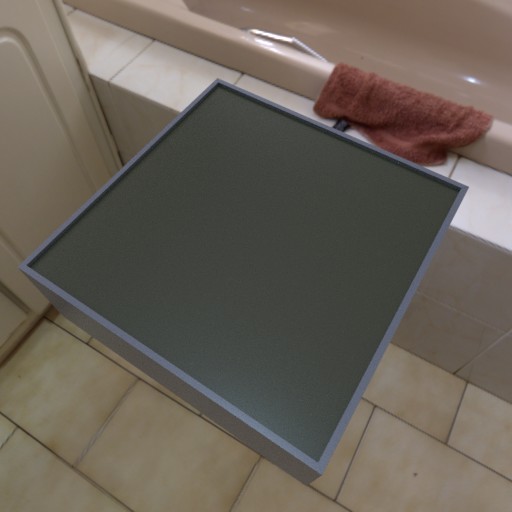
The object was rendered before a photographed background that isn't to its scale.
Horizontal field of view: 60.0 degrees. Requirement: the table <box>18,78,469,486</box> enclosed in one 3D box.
[{"bbox_3d":[0.000,0.000,1.217,0.801,0.299,0.801,29,63,16],"label":"table"}]
